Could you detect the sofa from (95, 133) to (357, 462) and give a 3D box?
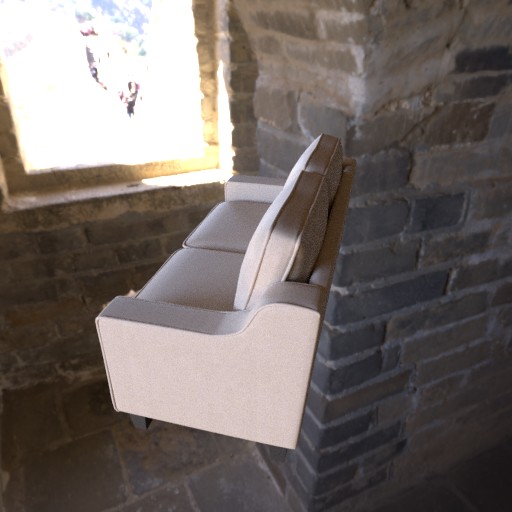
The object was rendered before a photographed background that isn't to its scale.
[{"bbox_3d":[0.000,0.000,3.590,1.351,1.562,2.587,7,30,13],"label":"sofa"}]
